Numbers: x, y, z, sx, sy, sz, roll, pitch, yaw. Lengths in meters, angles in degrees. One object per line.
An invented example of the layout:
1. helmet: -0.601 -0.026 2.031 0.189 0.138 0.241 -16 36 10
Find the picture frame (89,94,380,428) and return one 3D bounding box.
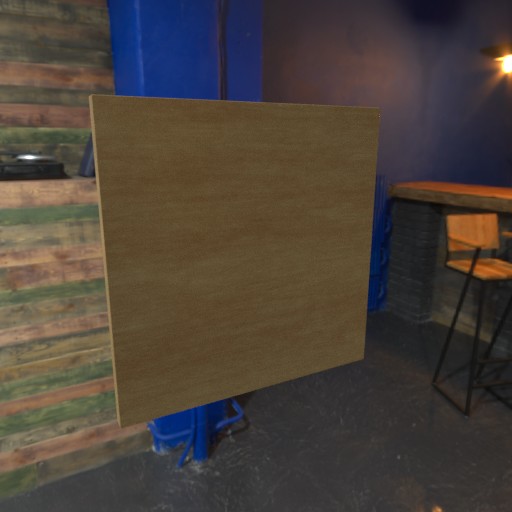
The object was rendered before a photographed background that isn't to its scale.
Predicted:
1. picture frame: 0.000 0.000 1.161 0.758 0.761 0.037 -8 16 -27
